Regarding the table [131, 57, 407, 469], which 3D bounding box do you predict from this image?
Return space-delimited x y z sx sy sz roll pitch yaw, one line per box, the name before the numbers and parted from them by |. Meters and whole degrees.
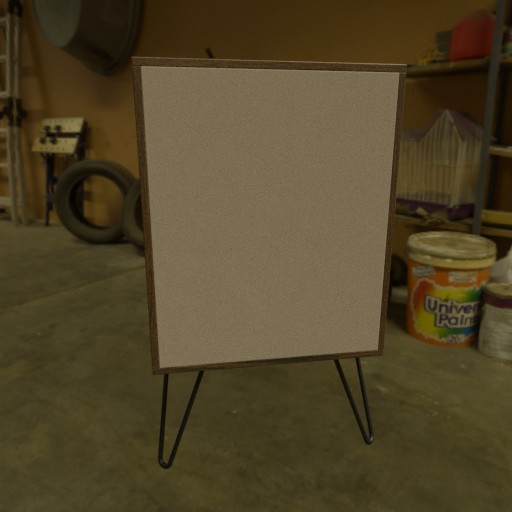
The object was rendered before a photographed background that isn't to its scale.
table | 0.000 0.000 1.145 0.526 0.866 0.457 -3 15 -9
